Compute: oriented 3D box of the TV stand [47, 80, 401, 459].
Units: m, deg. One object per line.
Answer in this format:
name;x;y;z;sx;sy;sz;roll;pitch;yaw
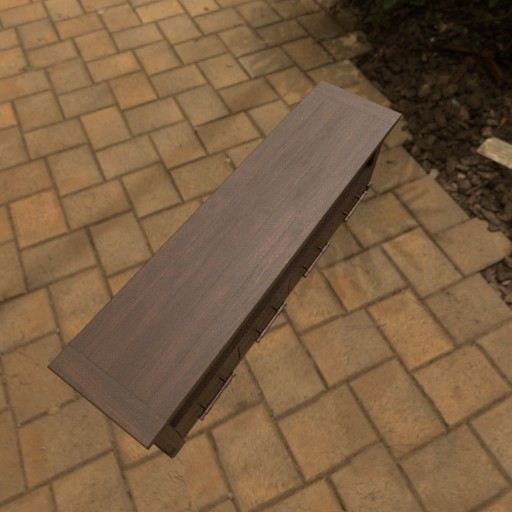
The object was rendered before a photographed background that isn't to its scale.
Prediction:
TV stand;0.000;0.000;2.120;0.471;0.615;1.866;31;63;17
